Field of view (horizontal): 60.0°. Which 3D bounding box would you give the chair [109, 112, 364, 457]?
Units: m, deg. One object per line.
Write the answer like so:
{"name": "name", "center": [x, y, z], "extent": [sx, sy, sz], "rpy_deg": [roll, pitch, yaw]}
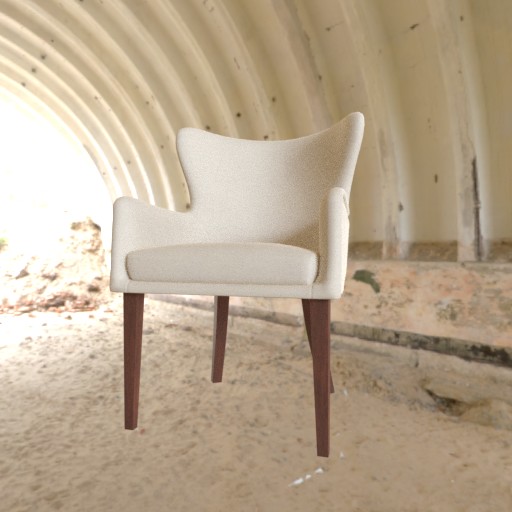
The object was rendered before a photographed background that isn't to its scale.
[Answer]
{"name": "chair", "center": [0.000, 0.000, 1.496], "extent": [0.696, 0.990, 0.744], "rpy_deg": [0, 1, 17]}
